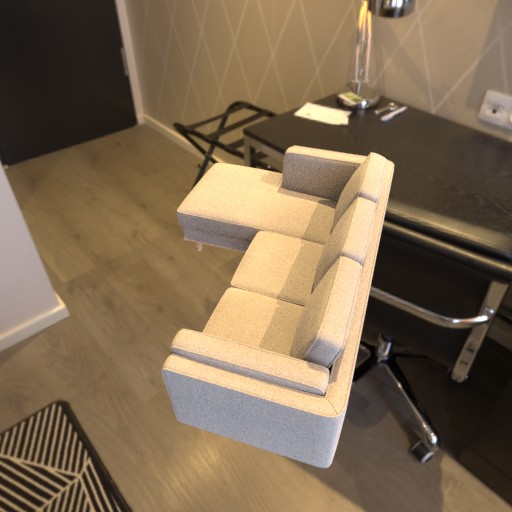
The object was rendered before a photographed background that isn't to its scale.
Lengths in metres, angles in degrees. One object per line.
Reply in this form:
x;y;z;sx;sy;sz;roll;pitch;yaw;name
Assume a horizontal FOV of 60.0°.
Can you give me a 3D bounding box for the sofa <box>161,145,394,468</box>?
0.000;0.000;3.119;1.604;0.929;2.411;12;42;14;sofa
